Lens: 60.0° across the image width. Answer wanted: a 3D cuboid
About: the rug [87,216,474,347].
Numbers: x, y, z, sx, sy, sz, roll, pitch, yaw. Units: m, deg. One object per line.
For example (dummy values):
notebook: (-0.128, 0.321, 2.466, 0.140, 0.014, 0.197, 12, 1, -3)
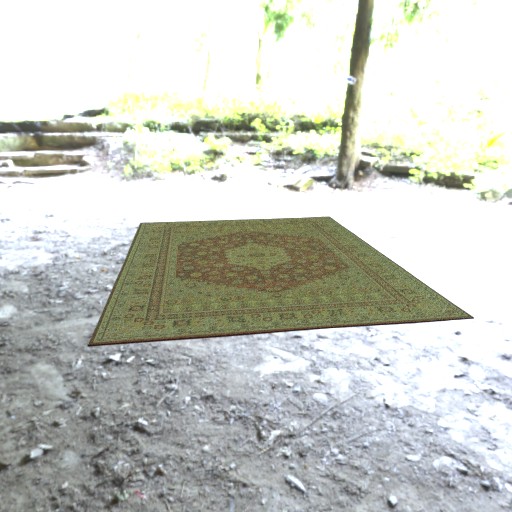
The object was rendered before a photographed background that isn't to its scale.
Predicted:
rug: (0.000, 0.000, 4.112, 2.387, 0.013, 3.053, -3, 18, -8)
